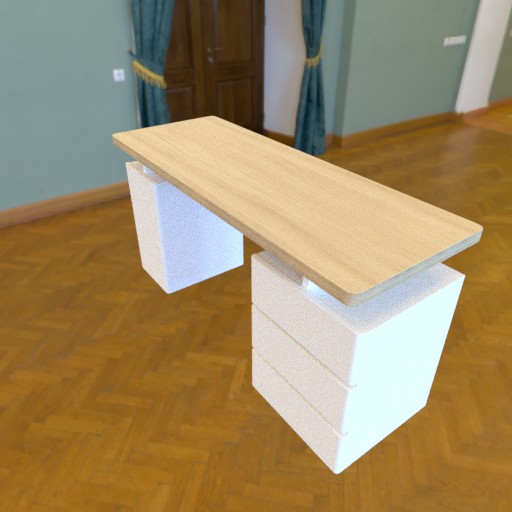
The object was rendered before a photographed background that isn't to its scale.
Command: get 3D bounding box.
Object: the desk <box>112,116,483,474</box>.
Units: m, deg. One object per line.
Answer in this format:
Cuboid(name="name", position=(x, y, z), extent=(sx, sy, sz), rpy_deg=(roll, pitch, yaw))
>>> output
Cuboid(name="desk", position=(0.000, 0.000, 1.852), extent=(0.550, 0.755, 1.500), rpy_deg=(-21, 38, -30))
